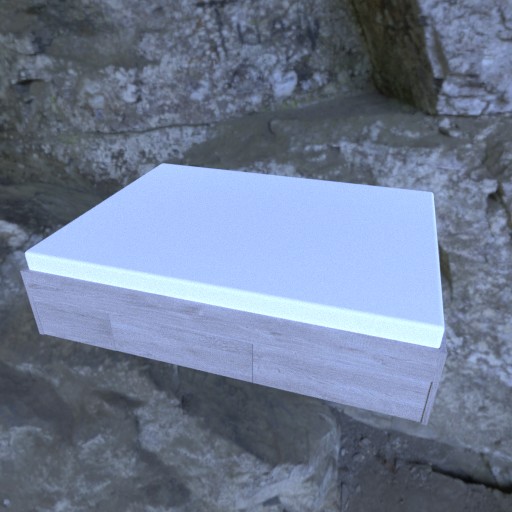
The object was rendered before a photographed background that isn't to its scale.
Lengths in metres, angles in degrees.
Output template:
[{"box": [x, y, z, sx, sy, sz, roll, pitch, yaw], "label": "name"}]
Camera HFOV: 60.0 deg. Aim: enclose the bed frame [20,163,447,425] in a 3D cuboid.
[{"box": [0.000, 0.000, 2.570, 1.944, 0.490, 1.448, 9, 31, 15], "label": "bed frame"}]
